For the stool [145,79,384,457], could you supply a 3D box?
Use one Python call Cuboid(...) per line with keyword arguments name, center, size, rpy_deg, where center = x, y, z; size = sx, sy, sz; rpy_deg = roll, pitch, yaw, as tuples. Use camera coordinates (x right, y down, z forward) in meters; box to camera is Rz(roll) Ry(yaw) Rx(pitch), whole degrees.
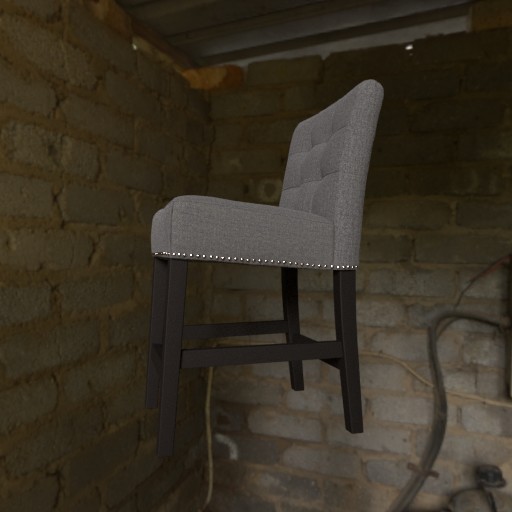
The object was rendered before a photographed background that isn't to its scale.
Cuboid(name="stool", center=(0.000, 0.000, 1.220), size=(0.571, 0.885, 0.427), rpy_deg=(0, 1, -19))
